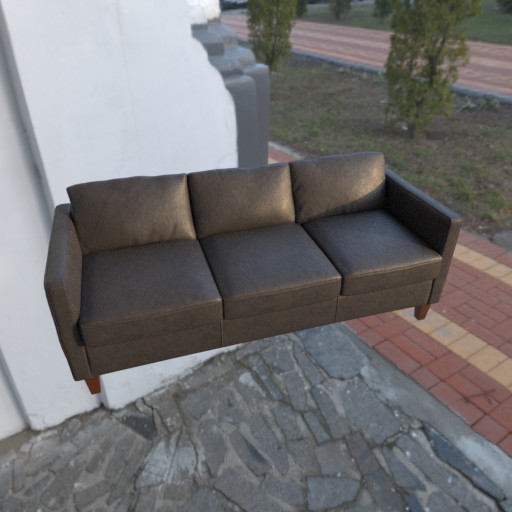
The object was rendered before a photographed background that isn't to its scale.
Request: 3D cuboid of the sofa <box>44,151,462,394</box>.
[{"bbox_3d":[0.000,0.000,2.976,2.464,1.006,1.045,-9,33,-15],"label":"sofa"}]
